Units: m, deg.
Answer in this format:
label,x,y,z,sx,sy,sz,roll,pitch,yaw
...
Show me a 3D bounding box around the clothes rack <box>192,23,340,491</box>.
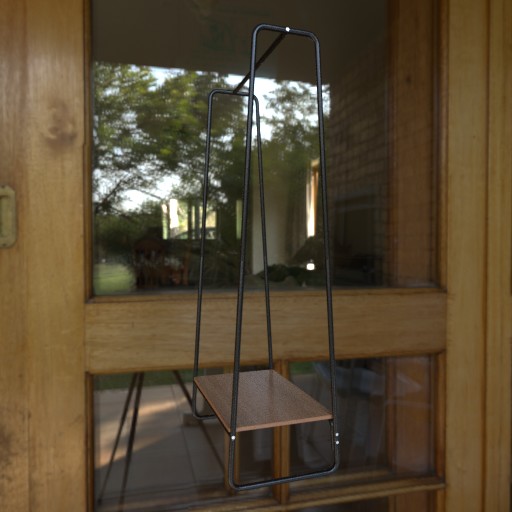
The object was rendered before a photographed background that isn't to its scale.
label,x,y,z,sx,sy,sz,roll,pitch,yaw
clothes rack,0.000,0.000,1.752,0.400,1.500,0.640,0,1,-19
